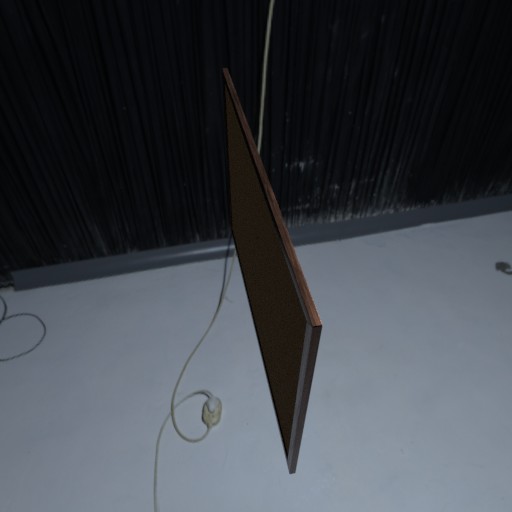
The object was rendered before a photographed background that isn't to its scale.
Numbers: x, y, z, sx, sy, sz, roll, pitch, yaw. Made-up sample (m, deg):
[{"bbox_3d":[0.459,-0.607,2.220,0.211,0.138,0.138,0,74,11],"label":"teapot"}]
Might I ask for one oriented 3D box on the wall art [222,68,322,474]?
[{"bbox_3d":[0.000,0.000,1.059,0.014,0.559,0.816,-8,46,-8],"label":"wall art"}]
